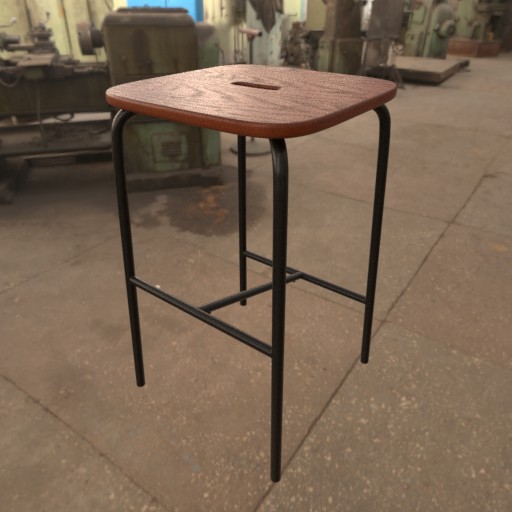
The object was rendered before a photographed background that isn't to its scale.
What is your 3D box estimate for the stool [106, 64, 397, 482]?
[{"bbox_3d":[0.000,0.000,0.837,0.376,0.610,0.376,21,37,31],"label":"stool"}]
